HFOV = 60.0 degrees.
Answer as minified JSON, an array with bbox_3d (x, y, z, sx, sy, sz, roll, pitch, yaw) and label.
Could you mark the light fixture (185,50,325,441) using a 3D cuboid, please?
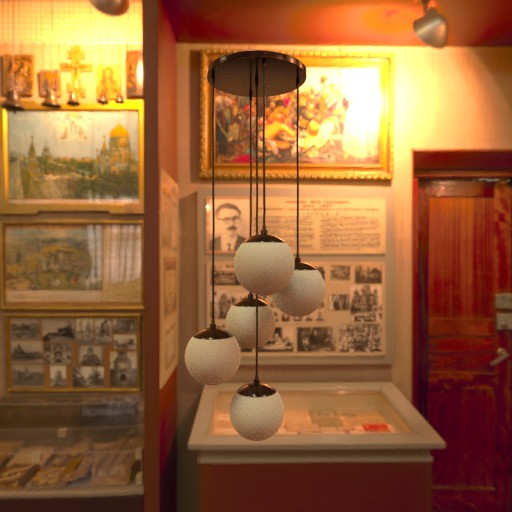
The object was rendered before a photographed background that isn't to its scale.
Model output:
[{"bbox_3d":[0.000,0.000,1.543,0.484,1.271,0.489,0,0,1],"label":"light fixture"}]
